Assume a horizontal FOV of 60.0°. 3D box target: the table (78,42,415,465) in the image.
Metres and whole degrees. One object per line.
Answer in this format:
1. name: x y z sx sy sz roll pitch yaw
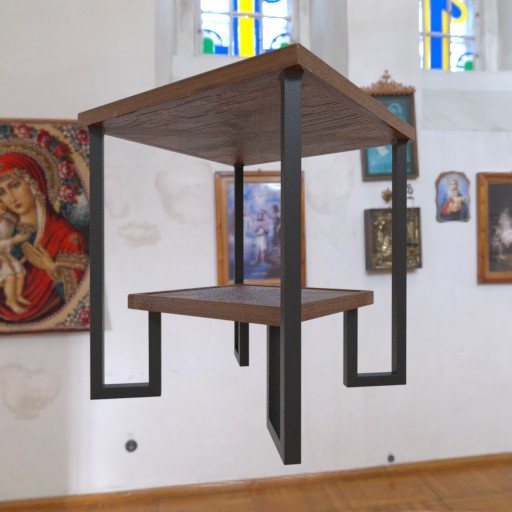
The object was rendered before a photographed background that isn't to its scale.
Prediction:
1. table: 0.000 0.000 0.927 0.503 0.563 0.503 0 1 36
